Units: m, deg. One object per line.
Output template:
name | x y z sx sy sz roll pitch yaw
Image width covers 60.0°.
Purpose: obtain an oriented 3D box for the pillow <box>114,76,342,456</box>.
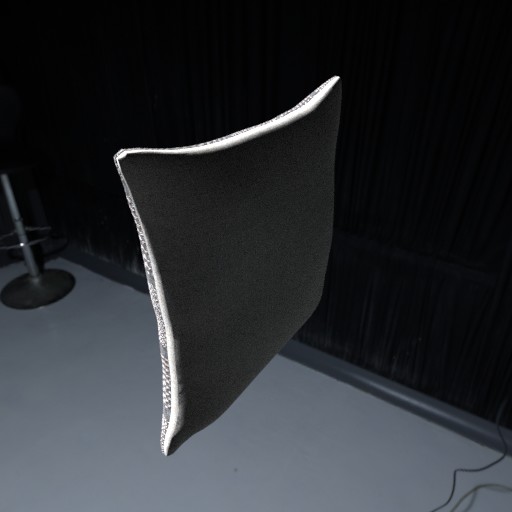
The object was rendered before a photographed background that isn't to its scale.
pillow | 0.000 0.000 0.643 0.138 0.432 0.435 20 37 29
